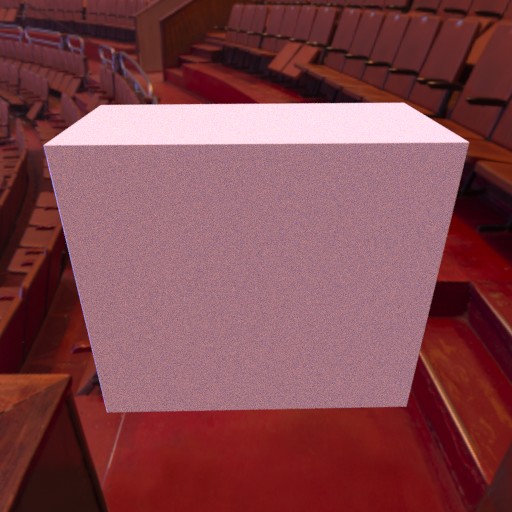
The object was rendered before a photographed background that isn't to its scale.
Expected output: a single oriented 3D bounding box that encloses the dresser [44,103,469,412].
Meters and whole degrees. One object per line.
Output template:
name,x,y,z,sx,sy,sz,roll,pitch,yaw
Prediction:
dresser,0.000,0.000,1.227,0.830,0.740,0.420,-1,30,-1
